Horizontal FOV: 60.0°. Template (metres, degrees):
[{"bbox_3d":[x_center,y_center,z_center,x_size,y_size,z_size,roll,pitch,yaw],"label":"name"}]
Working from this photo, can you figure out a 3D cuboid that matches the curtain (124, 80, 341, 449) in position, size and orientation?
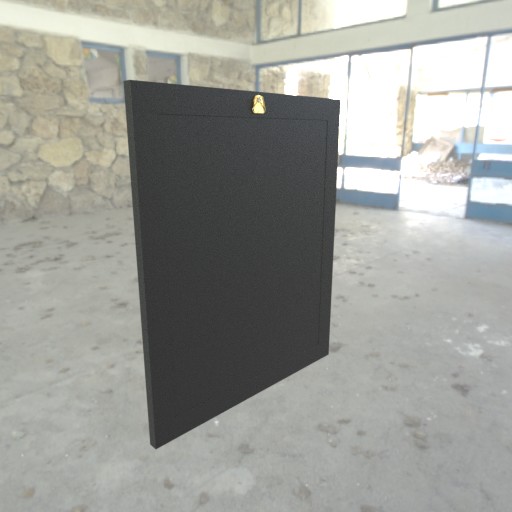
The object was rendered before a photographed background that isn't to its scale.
[{"bbox_3d":[0.000,0.000,0.839,0.483,0.585,0.027,-14,21,-42],"label":"curtain"}]
